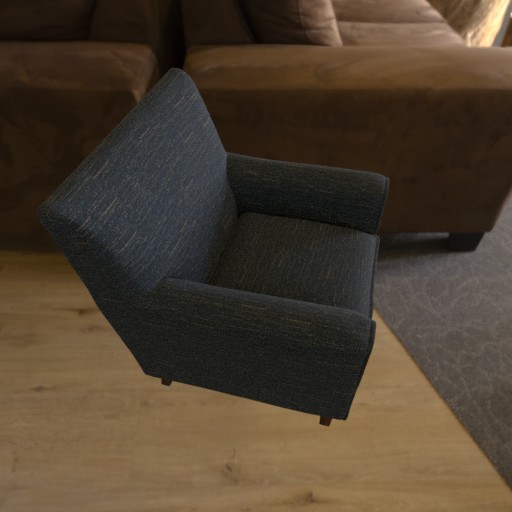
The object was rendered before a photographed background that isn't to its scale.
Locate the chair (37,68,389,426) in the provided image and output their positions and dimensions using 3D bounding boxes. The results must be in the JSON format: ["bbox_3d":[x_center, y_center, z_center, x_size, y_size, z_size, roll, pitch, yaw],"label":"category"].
[{"bbox_3d":[0.000,0.000,1.592,0.873,0.928,0.864,11,47,10],"label":"chair"}]
